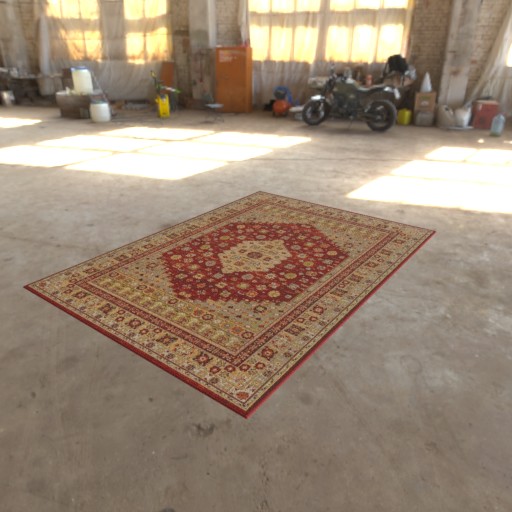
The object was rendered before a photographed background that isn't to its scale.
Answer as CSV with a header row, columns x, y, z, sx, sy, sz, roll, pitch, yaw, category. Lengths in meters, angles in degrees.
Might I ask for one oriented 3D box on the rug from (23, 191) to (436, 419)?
x,y,z,sx,sy,sz,roll,pitch,yaw,category
0.000,0.000,2.838,1.593,0.013,2.211,18,31,33,rug
